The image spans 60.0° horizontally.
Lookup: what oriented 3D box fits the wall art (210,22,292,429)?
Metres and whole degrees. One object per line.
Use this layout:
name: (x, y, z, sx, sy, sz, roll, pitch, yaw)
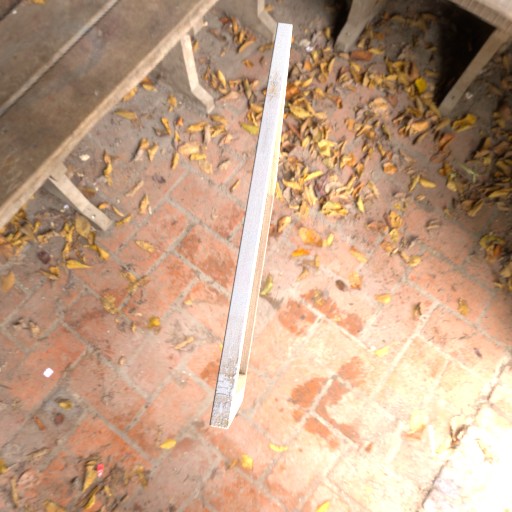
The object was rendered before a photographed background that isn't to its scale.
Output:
wall art: (0.000, 0.000, 1.534, 0.040, 1.018, 1.015, 8, 75, 2)
